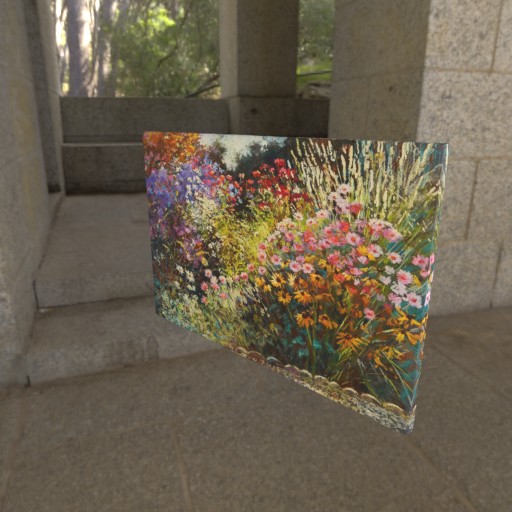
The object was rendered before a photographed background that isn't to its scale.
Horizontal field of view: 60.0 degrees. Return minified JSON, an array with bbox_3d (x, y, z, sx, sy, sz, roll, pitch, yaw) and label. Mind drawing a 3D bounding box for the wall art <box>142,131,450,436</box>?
[{"bbox_3d":[0.000,0.000,1.451,1.136,0.760,0.042,16,23,40],"label":"wall art"}]
